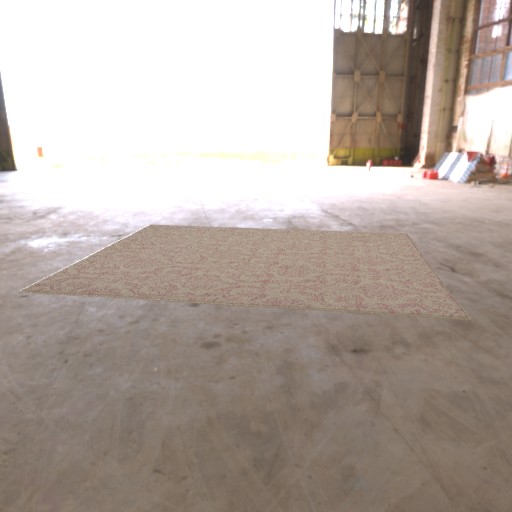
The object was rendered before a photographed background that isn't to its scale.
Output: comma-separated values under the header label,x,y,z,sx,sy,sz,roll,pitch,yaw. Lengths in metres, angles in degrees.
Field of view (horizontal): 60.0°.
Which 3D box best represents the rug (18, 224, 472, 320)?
label,x,y,z,sx,sy,sz,roll,pitch,yaw
rug,0.000,0.000,3.983,2.980,0.012,2.363,2,16,9
